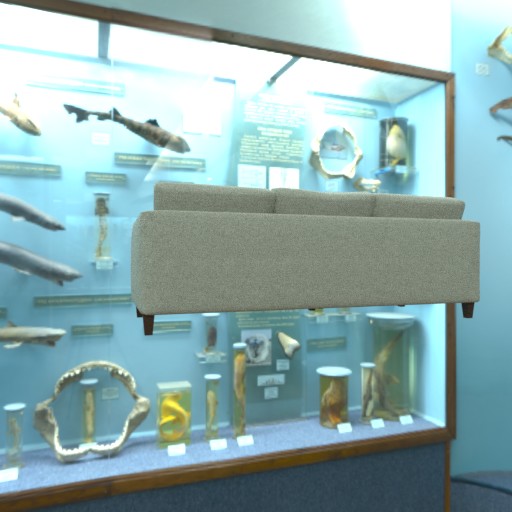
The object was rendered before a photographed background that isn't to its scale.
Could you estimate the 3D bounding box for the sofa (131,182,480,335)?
[{"bbox_3d":[0.000,0.000,4.486,2.522,0.934,3.333,0,0,-18],"label":"sofa"}]
